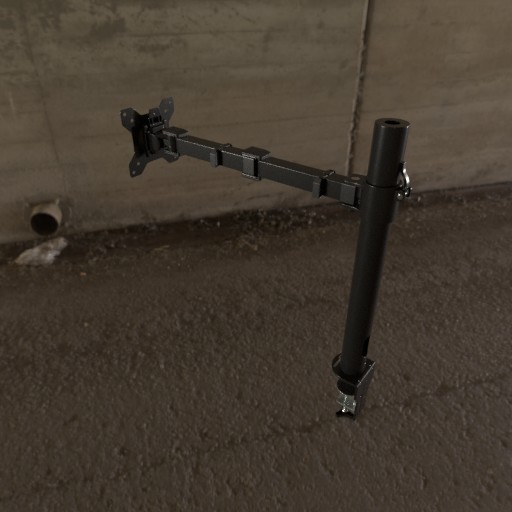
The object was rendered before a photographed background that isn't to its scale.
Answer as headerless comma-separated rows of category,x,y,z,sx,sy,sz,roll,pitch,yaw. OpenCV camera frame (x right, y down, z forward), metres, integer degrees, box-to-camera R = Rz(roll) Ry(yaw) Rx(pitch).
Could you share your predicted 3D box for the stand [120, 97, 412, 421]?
stand,0.000,0.000,0.739,0.456,0.510,0.115,22,39,31
